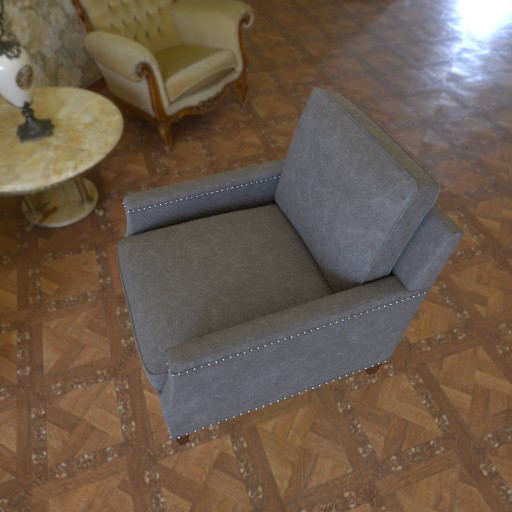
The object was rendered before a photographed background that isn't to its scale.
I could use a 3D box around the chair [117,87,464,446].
[{"bbox_3d":[0.000,0.000,1.690,1.014,0.948,0.853,-16,49,-14],"label":"chair"}]
